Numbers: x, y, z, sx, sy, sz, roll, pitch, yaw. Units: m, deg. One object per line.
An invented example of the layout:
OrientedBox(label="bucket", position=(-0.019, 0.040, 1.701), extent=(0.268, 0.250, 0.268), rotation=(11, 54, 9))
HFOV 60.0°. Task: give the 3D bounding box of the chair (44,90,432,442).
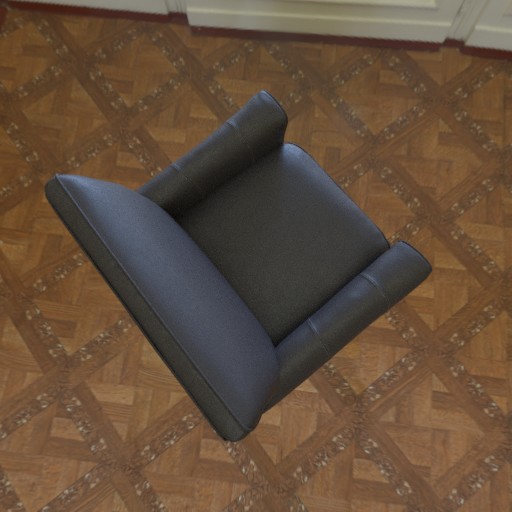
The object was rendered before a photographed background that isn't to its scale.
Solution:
OrientedBox(label="chair", position=(0.000, 0.000, 1.578), extent=(0.825, 0.943, 0.870), rotation=(-38, 78, -10))
